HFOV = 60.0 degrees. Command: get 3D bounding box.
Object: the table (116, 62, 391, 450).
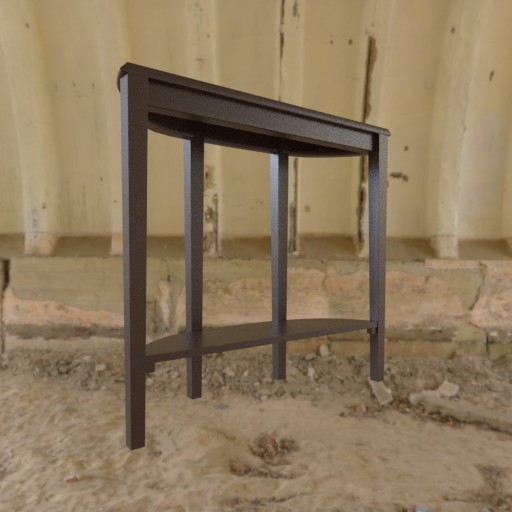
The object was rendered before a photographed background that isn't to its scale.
[{"bbox_3d":[0.000,0.000,1.312,0.909,0.831,0.274,-1,1,-36],"label":"table"}]
